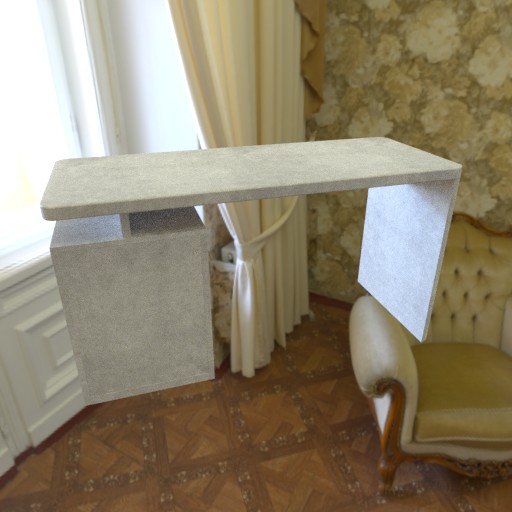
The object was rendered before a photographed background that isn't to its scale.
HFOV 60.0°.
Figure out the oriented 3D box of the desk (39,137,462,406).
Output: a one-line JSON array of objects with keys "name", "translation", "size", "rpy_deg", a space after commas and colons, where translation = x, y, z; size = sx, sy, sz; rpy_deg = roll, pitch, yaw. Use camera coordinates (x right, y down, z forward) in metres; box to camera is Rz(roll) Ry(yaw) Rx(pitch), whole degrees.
[{"name": "desk", "translation": [0.000, 0.000, 1.775], "size": [1.400, 0.755, 0.550], "rpy_deg": [-8, 28, -15]}]
